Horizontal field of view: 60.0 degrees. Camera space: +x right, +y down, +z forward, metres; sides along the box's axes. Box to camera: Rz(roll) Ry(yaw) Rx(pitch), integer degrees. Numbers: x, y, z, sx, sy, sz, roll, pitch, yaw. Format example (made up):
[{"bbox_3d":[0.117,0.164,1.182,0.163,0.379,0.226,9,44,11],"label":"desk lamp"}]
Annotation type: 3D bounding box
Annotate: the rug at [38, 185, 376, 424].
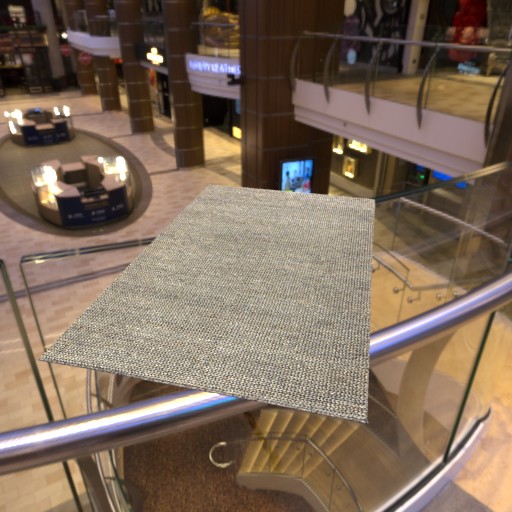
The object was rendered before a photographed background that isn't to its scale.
[{"bbox_3d":[0.000,0.000,2.979,1.538,0.021,2.443,7,30,12],"label":"rug"}]
